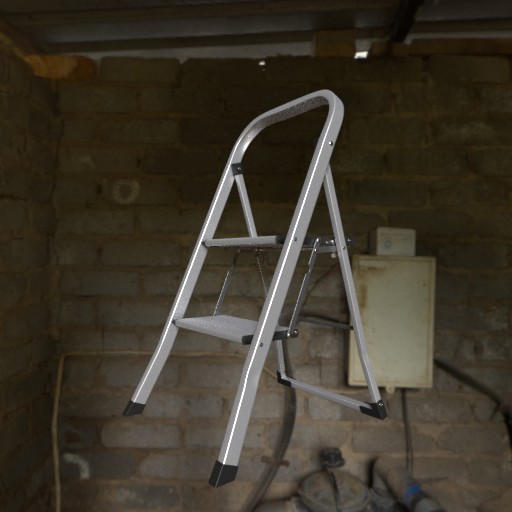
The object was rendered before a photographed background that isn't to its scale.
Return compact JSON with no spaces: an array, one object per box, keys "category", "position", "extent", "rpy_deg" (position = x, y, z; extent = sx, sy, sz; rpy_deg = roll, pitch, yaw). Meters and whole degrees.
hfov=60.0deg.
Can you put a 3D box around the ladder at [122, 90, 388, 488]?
[{"category":"ladder","position":[0.000,0.000,1.134],"extent":[0.530,0.830,0.465],"rpy_deg":[0,0,-37]}]
